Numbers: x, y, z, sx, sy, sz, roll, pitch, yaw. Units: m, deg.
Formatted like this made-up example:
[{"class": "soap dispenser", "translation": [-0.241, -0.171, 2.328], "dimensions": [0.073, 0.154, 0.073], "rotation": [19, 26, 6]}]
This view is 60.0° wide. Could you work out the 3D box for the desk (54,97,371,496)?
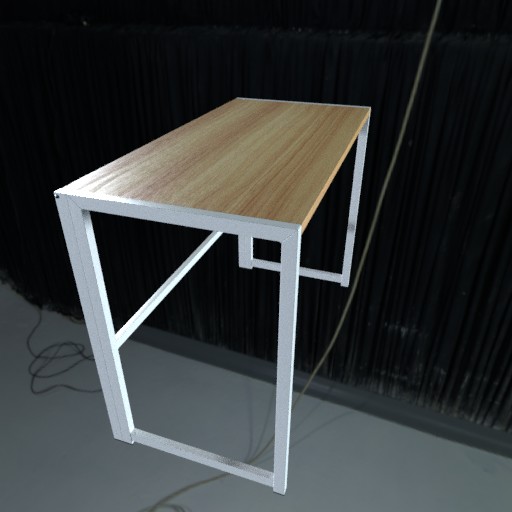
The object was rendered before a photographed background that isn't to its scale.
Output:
[{"class": "desk", "translation": [0.000, 0.000, 1.422], "dimensions": [0.508, 0.762, 1.016], "rotation": [10, 32, 17]}]
